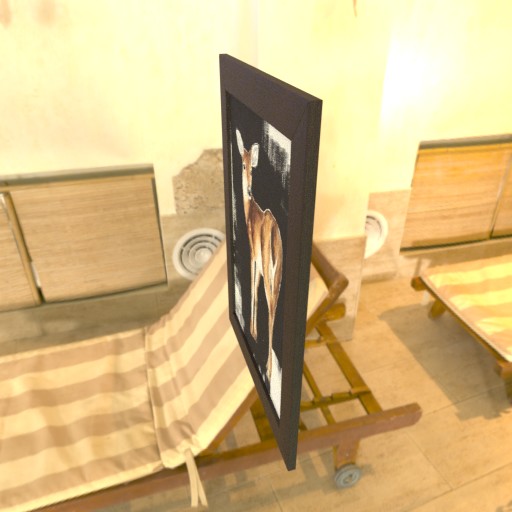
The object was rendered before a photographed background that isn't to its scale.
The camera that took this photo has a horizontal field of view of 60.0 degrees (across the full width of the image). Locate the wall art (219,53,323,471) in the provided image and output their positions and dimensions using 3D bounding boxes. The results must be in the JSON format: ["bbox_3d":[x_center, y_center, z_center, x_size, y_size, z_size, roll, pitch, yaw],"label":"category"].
[{"bbox_3d":[0.000,0.000,0.651,0.013,0.508,0.359,-9,32,-14],"label":"wall art"}]
